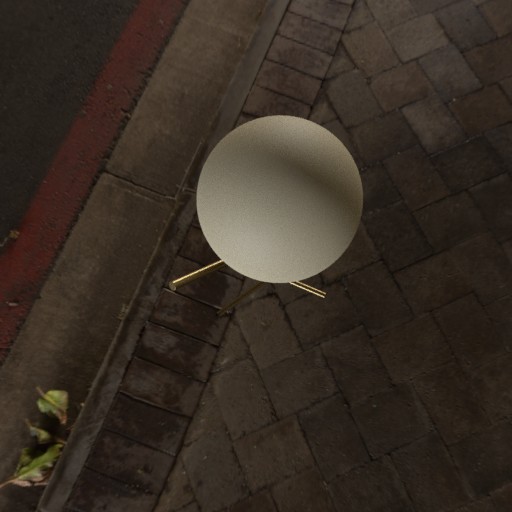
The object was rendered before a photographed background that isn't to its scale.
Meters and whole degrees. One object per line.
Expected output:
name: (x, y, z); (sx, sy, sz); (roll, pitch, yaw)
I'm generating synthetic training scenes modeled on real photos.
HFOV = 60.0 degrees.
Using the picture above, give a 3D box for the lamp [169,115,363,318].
lamp: (0.000, 0.000, 0.678); (0.251, 0.552, 0.210); (-36, 79, -8)
